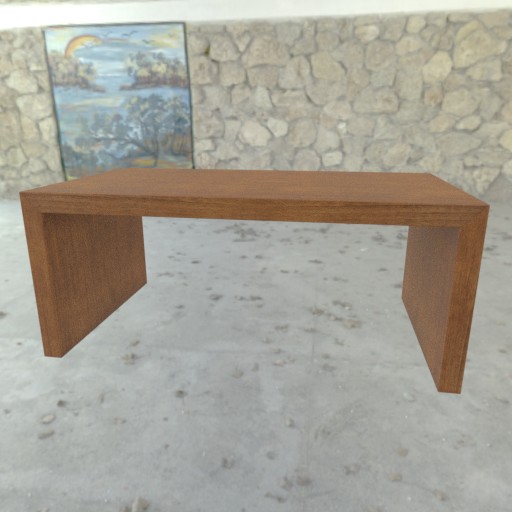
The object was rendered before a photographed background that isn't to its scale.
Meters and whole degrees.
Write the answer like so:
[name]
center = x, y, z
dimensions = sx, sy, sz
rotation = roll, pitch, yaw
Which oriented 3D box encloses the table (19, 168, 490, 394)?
[table]
center = 0.000, 0.000, 1.246
dimensions = 1.000, 0.419, 0.549
rotation = 3, 17, 9
